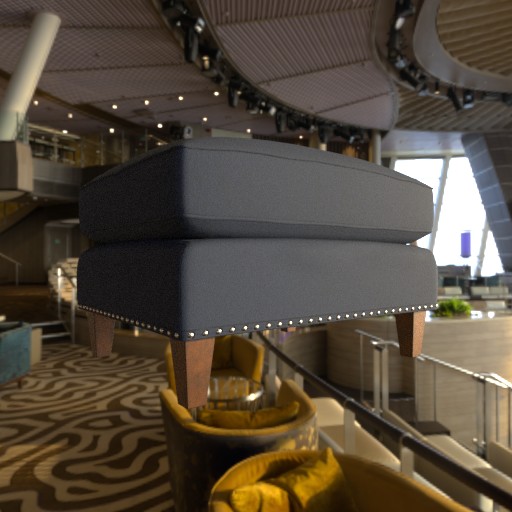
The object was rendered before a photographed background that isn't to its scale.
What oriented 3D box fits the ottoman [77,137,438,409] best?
[{"bbox_3d":[0.000,0.000,1.141,0.741,0.513,0.584,0,0,-37],"label":"ottoman"}]
